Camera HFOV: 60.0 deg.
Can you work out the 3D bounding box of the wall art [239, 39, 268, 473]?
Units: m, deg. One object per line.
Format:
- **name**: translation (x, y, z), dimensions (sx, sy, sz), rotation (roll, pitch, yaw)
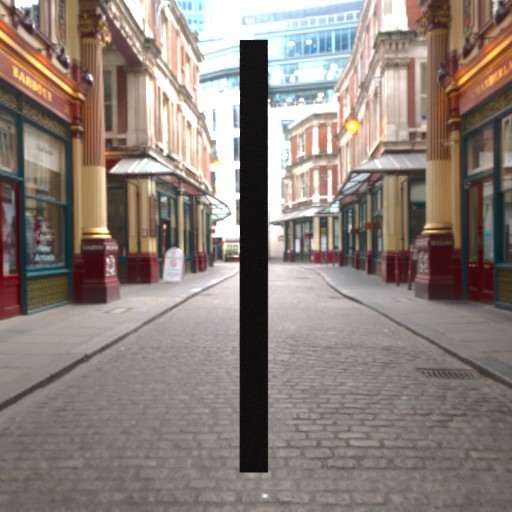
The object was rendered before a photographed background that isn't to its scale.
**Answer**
- **wall art**: translation (0.000, 0.000, 0.699), dimensions (0.030, 0.458, 0.462), rotation (0, 0, 1)
